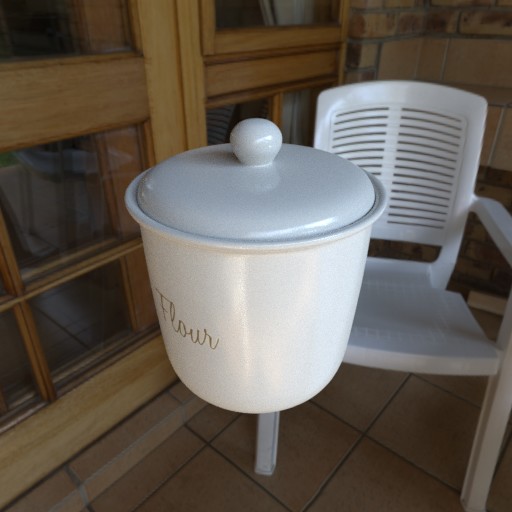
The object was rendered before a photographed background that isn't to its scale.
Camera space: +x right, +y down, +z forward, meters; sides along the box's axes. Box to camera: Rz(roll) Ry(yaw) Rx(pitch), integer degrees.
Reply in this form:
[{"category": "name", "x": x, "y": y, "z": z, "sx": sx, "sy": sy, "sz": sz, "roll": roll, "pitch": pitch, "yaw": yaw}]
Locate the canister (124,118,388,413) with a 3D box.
[{"category": "canister", "x": 0.000, "y": 0.000, "z": 0.345, "sx": 0.182, "sy": 0.208, "sz": 0.182, "roll": 0, "pitch": 30, "yaw": 0}]
